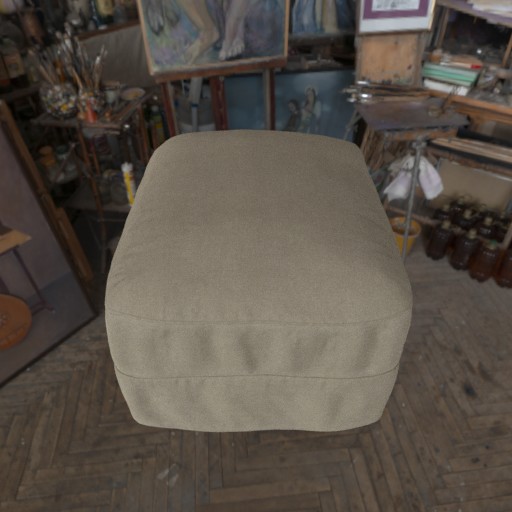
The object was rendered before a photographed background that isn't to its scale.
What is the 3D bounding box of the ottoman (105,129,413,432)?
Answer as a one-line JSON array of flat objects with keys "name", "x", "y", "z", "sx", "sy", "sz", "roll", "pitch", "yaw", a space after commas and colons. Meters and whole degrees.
[{"name": "ottoman", "x": 0.000, "y": 0.000, "z": 1.091, "sx": 0.584, "sy": 0.480, "sz": 0.712, "roll": 0, "pitch": 41, "yaw": 0}]
